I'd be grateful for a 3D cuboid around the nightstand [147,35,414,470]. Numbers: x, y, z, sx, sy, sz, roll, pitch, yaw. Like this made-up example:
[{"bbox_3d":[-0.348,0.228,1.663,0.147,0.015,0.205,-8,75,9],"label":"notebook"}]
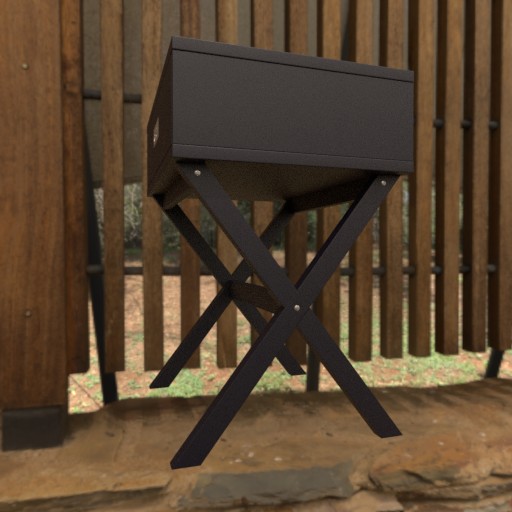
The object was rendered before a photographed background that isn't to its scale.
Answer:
[{"bbox_3d":[0.000,0.000,0.911,0.402,0.623,0.479,0,1,-18],"label":"nightstand"}]
